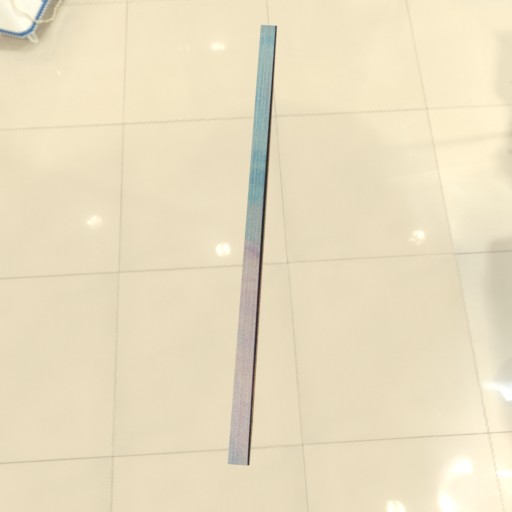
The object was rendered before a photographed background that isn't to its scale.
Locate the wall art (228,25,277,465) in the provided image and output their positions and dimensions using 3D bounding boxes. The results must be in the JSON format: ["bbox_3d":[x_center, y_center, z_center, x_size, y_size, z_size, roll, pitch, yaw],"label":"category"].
[{"bbox_3d":[0.000,0.000,1.162,0.037,0.605,0.911,4,74,1],"label":"wall art"}]
